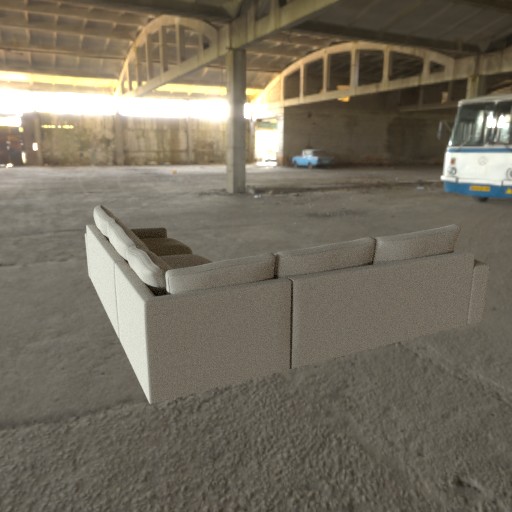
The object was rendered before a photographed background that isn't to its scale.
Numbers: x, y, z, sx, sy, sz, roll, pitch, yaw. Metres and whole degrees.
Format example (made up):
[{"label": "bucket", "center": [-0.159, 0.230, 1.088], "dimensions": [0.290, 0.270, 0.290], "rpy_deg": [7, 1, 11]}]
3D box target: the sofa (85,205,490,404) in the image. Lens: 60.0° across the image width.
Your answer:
[{"label": "sofa", "center": [0.000, 0.000, 4.689], "dimensions": [3.066, 0.918, 3.206], "rpy_deg": [-7, 15, -26]}]
